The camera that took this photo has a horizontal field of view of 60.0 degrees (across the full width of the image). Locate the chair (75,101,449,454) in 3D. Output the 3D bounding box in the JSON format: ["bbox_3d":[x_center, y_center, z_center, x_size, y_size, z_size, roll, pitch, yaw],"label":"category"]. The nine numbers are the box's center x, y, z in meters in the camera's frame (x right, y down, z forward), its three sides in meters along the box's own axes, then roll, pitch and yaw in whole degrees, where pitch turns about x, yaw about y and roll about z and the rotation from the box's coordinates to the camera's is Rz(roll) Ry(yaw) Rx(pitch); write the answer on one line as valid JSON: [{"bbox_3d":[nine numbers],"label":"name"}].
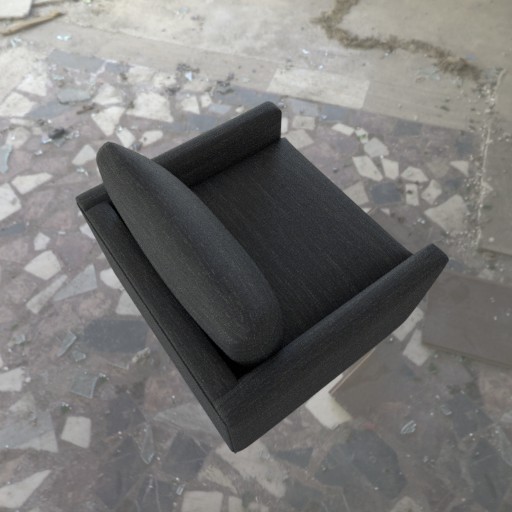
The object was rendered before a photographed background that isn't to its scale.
[{"bbox_3d":[0.000,0.000,1.607,0.866,0.861,0.963,-32,63,-18],"label":"chair"}]
